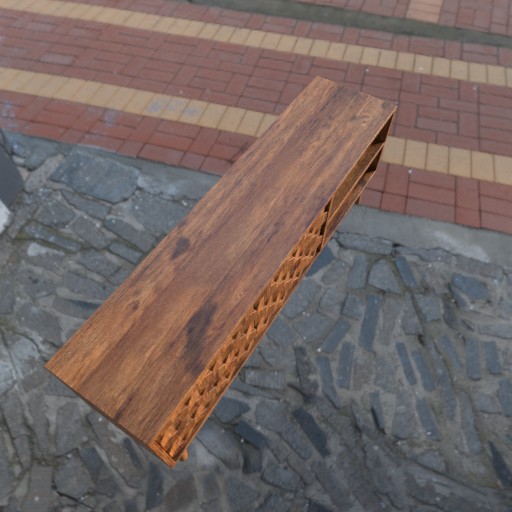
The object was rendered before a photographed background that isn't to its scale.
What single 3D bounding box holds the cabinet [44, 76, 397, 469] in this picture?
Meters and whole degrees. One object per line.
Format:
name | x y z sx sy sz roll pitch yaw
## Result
cabinet | 0.000 0.000 1.631 0.349 0.528 1.448 28 61 17
